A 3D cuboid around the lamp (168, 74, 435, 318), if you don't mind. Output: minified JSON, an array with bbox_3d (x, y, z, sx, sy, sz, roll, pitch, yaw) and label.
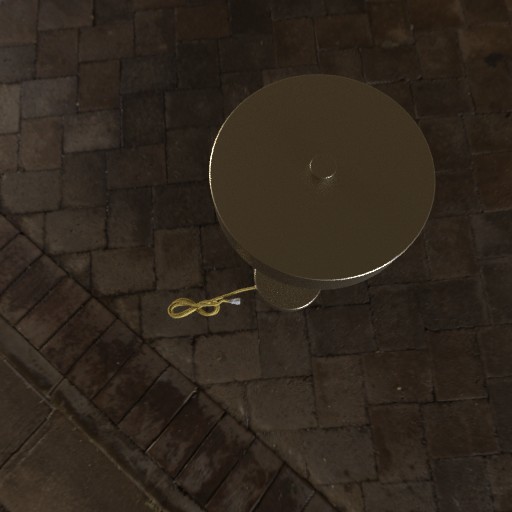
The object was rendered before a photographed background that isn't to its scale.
[{"bbox_3d":[0.000,0.000,0.679,0.369,0.508,0.229,-17,75,-5],"label":"lamp"}]
